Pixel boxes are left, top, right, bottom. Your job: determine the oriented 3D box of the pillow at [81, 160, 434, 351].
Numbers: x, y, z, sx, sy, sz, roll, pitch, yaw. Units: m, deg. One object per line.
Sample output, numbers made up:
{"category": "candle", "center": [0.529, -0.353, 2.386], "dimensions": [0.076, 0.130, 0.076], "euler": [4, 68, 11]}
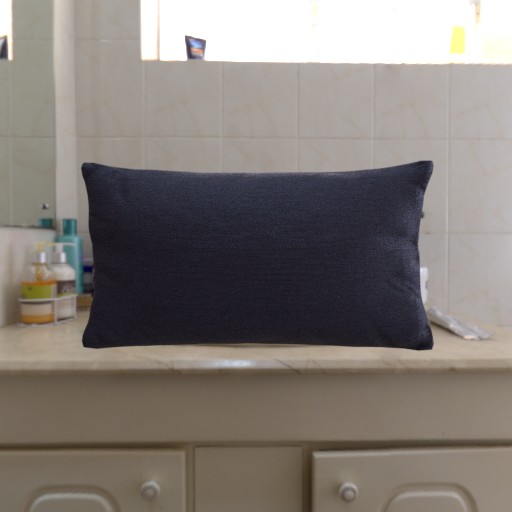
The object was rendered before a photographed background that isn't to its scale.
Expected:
{"category": "pillow", "center": [0.000, 0.000, 0.788], "dimensions": [0.633, 0.338, 0.210], "euler": [0, 1, 1]}
